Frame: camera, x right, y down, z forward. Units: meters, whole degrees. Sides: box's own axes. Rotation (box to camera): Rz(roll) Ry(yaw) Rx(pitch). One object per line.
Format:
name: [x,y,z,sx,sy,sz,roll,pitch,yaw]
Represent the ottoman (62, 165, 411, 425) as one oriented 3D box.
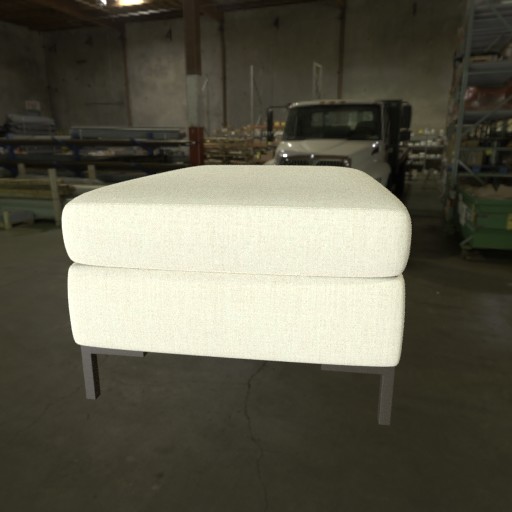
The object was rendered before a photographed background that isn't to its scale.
ottoman: [0.000,0.000,1.184,0.657,0.453,0.794,2,15,8]
